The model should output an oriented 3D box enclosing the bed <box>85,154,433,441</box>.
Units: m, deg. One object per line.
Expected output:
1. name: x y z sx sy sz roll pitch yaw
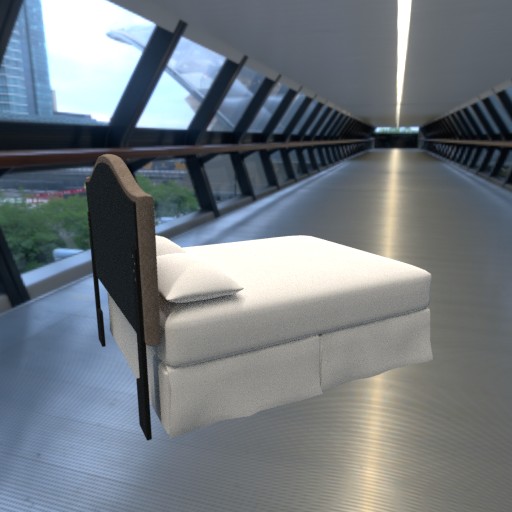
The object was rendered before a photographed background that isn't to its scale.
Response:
1. bed: 0.000 0.000 3.365 2.153 1.518 1.713 -7 15 -28
